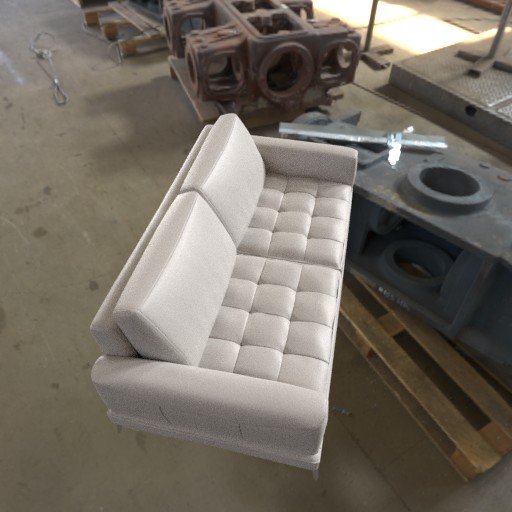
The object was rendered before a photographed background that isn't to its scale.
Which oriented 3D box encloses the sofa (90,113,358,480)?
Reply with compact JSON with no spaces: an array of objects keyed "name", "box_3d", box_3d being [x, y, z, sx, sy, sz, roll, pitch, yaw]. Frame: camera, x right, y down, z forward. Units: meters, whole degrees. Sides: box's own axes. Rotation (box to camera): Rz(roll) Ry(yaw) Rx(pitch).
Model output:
[{"name":"sofa","box_3d":[0.000,0.000,2.718,1.121,0.930,2.177,9,47,9]}]
